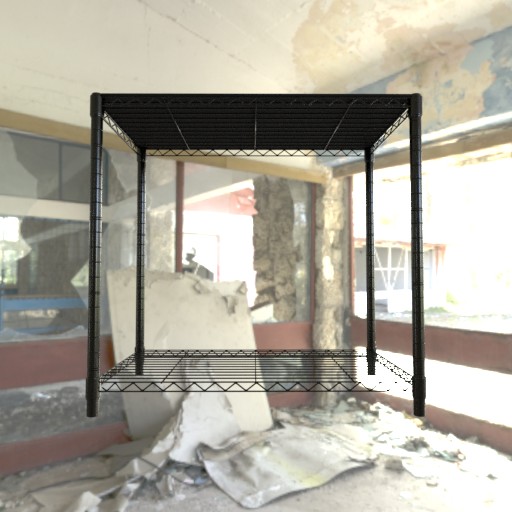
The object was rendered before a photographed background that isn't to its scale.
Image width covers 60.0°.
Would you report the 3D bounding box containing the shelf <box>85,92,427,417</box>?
[{"bbox_3d":[0.000,0.000,0.934,0.589,0.564,0.338,0,-2,0],"label":"shelf"}]
